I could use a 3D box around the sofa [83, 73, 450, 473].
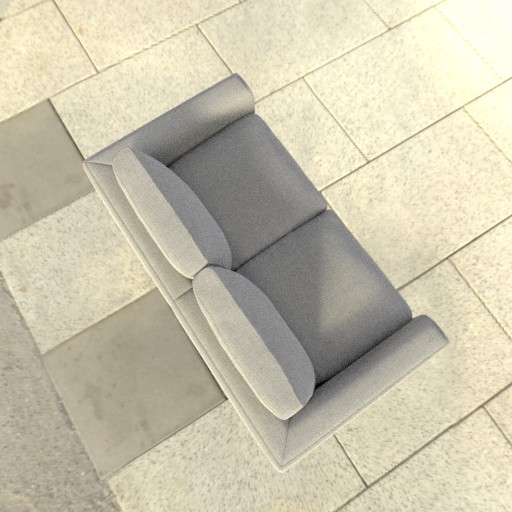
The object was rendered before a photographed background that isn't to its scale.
[{"bbox_3d":[0.000,0.000,2.437,1.069,0.800,1.920,-33,77,-9],"label":"sofa"}]
